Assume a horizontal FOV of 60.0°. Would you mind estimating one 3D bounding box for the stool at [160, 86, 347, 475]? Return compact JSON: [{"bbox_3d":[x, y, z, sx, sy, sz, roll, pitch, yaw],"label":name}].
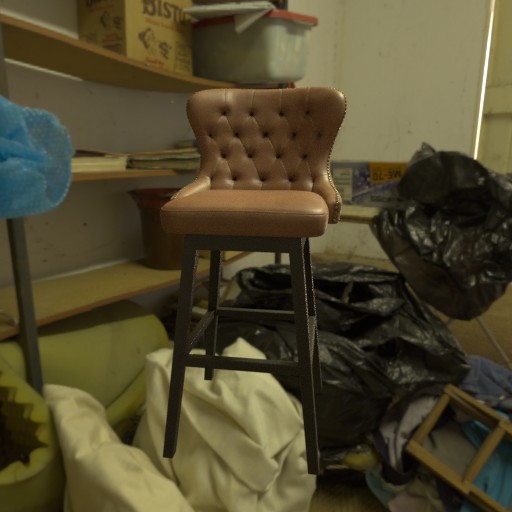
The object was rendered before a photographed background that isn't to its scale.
[{"bbox_3d":[0.000,0.000,1.385,0.528,1.050,0.601,2,14,9],"label":"stool"}]
